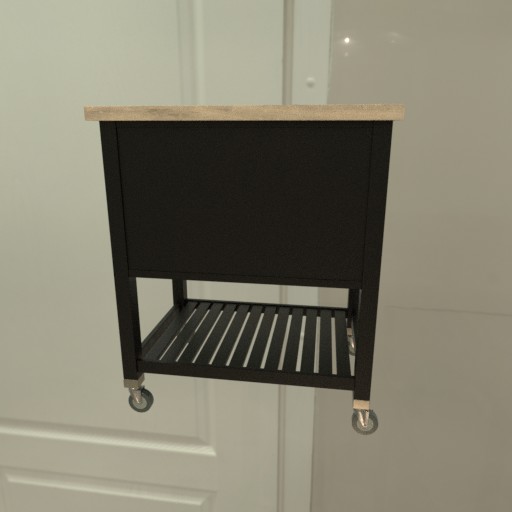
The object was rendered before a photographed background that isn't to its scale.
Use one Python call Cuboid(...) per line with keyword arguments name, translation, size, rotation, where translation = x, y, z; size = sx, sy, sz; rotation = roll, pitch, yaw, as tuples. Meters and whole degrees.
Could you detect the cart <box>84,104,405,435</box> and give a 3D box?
Cuboid(name="cart", translation=(0.000, 0.000, 1.464), size=(0.797, 0.920, 0.567), rotation=(2, 17, 8))
